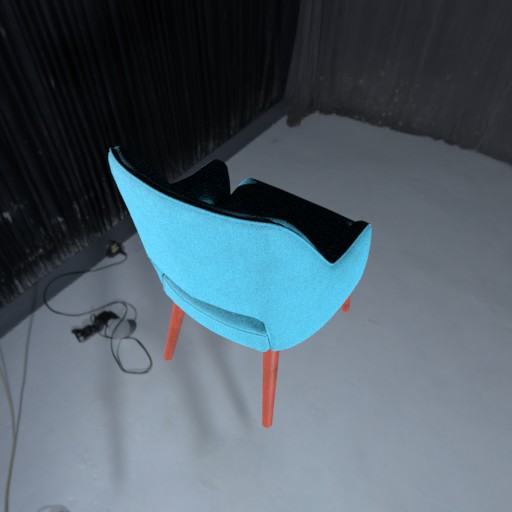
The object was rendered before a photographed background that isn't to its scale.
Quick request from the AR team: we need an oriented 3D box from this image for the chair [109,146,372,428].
[{"bbox_3d":[0.000,0.000,1.262,0.548,0.849,0.605,27,53,22],"label":"chair"}]
